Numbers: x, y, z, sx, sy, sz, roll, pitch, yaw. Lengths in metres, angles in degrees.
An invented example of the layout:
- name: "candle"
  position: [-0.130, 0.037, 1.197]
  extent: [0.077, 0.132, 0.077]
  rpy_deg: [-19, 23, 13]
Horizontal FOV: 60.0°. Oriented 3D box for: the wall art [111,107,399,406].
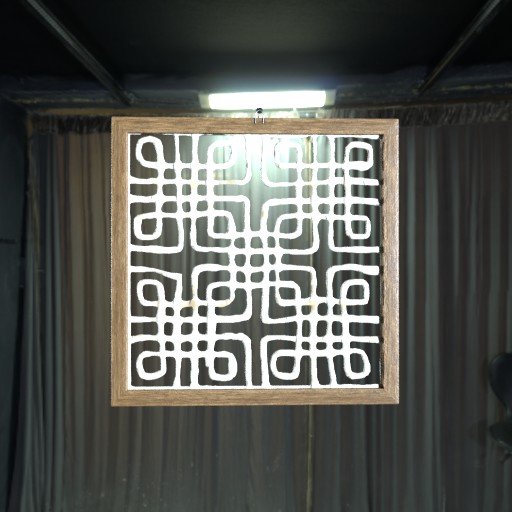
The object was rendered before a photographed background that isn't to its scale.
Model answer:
- name: "wall art"
  position: [0.000, 0.000, 0.872]
  extent: [0.561, 0.582, 0.021]
  rpy_deg: [0, 0, -1]
